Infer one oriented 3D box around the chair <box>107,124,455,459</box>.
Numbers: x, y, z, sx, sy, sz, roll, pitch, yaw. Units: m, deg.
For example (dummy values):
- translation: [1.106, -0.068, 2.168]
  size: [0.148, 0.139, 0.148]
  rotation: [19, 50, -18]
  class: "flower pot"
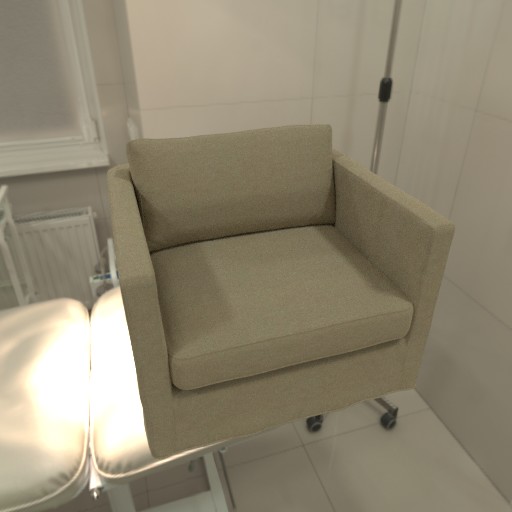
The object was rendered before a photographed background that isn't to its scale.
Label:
- translation: [0.000, 0.000, 1.750]
  size: [1.057, 0.863, 0.949]
  rotation: [-10, 32, -16]
  class: "chair"
